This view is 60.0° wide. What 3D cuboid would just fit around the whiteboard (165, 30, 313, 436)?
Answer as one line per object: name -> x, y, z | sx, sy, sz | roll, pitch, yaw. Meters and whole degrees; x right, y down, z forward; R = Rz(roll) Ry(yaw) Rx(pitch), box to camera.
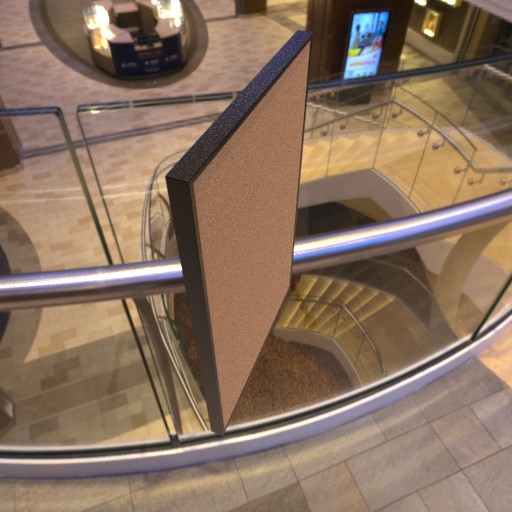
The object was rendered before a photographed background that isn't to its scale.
whiteboard -> 0.000, 0.000, 0.773 | 0.026, 0.611, 0.406 | 16, 49, 15
